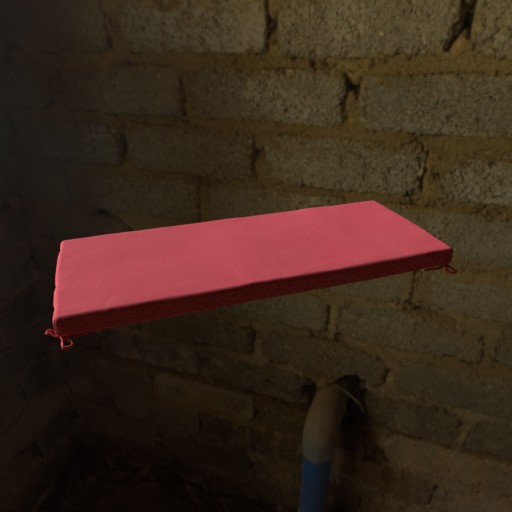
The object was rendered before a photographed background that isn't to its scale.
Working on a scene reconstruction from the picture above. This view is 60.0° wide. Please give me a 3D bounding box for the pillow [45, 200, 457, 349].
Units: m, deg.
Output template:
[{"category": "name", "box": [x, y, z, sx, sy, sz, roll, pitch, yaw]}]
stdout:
[{"category": "pillow", "box": [0.000, 0.000, 1.373, 1.187, 0.081, 0.492, -9, 29, -17]}]
